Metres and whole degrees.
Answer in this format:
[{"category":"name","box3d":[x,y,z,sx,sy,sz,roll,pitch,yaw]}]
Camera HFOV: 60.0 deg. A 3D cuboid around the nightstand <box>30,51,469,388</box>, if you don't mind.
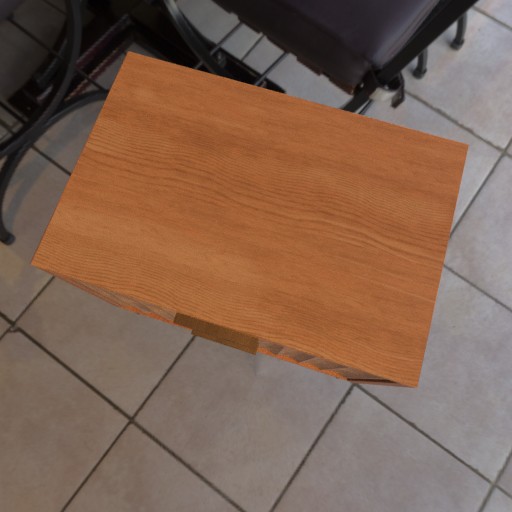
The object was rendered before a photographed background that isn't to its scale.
[{"category":"nightstand","box3d":[0.000,0.000,1.009,0.613,0.615,0.427,17,76,4]}]
